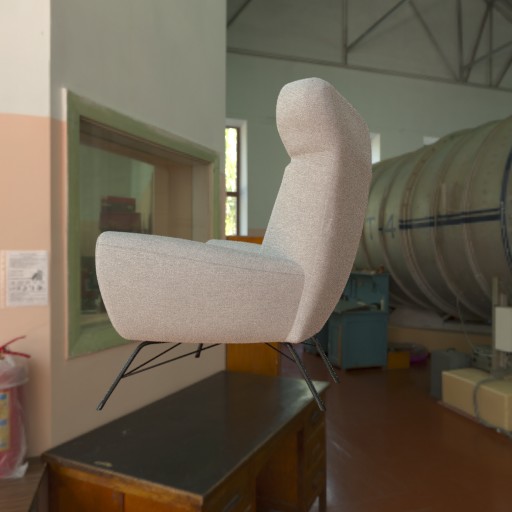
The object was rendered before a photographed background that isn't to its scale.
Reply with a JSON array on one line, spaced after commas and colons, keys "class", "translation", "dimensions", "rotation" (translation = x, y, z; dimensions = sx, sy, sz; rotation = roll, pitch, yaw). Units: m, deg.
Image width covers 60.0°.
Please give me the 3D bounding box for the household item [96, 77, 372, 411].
[{"class": "household item", "translation": [0.000, 0.000, 1.777], "dimensions": [0.900, 1.050, 0.980], "rotation": [0, 0, 17]}]
